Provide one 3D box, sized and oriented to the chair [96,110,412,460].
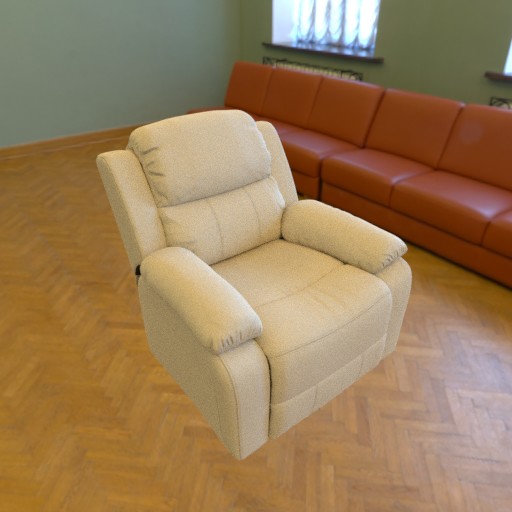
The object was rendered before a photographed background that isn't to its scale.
[{"bbox_3d":[0.000,0.000,1.288,0.680,0.702,0.709,-23,38,-33],"label":"chair"}]
